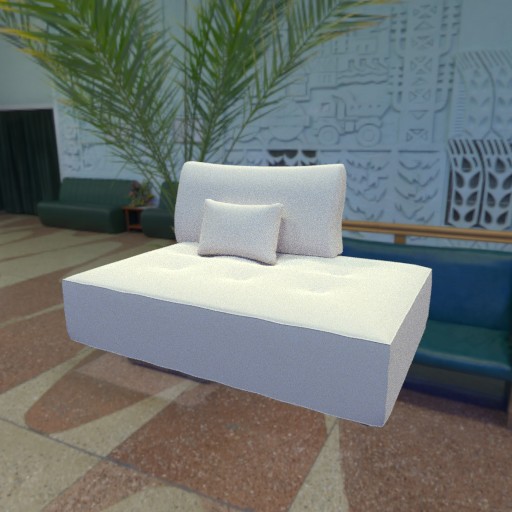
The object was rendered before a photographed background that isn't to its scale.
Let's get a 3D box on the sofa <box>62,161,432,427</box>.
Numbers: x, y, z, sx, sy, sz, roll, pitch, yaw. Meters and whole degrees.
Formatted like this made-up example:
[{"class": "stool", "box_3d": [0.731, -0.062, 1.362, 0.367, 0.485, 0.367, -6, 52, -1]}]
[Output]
[{"class": "sofa", "box_3d": [0.000, 0.000, 2.063, 1.450, 0.820, 1.000, 7, 15, 27]}]
